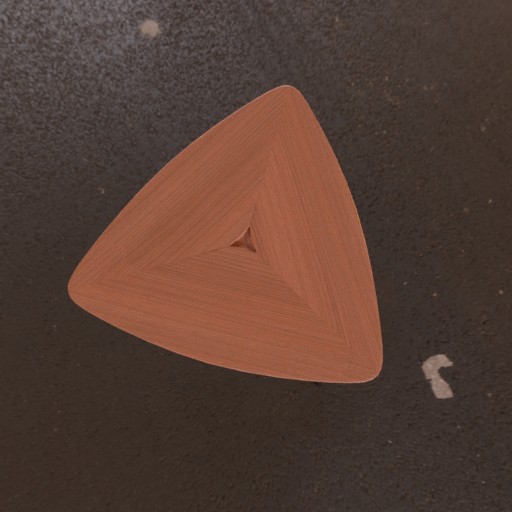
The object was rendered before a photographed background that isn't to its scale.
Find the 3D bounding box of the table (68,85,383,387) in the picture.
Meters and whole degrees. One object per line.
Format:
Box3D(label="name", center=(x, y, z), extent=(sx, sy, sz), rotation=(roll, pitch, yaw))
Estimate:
Box3D(label="table", center=(0.000, 0.000, 0.899), extent=(0.442, 0.564, 0.455), rotation=(15, 75, 4))
